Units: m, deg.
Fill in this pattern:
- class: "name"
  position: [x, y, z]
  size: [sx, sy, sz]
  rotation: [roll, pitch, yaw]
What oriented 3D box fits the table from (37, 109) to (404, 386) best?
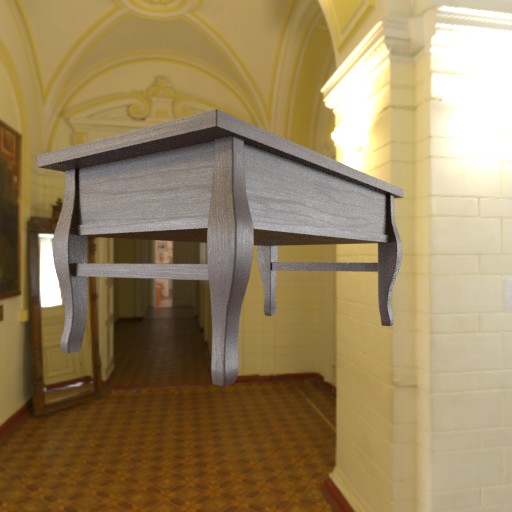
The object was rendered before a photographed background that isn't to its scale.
- class: "table"
  position: [0.000, 0.000, 1.365]
  size: [0.600, 0.494, 1.062]
  rotation: [0, -1, 35]
